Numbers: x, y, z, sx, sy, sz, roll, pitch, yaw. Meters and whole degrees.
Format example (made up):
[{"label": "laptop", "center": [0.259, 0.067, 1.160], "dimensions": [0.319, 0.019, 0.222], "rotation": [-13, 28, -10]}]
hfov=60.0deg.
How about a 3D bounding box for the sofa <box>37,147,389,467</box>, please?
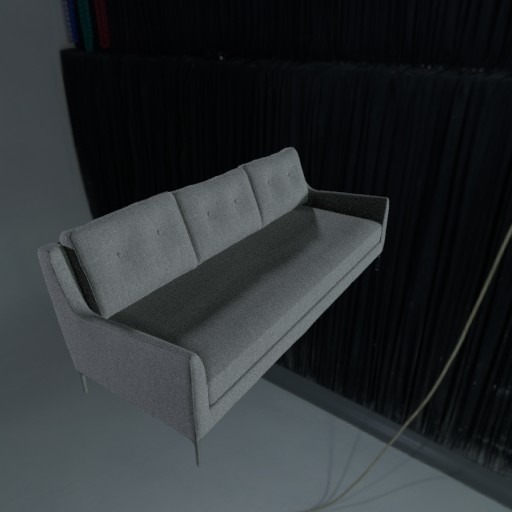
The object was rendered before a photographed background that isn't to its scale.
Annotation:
[{"label": "sofa", "center": [0.000, 0.000, 2.534], "dimensions": [0.849, 0.837, 2.060], "rotation": [17, 31, 30]}]
